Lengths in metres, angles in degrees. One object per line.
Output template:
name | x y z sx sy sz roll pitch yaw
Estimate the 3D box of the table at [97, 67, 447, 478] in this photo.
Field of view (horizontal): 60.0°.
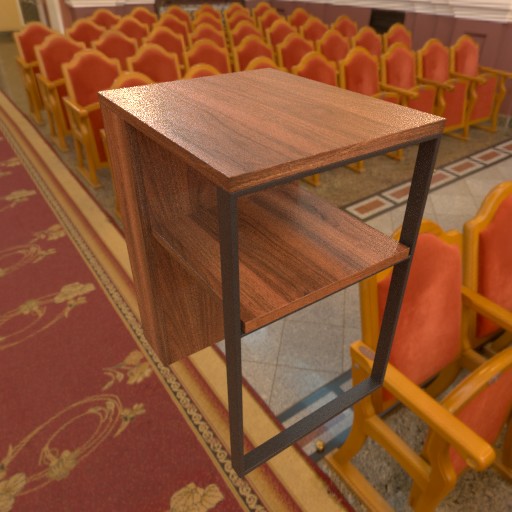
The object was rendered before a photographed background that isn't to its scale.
table | 0.000 0.000 1.551 0.660 1.041 0.786 -21 39 -28
